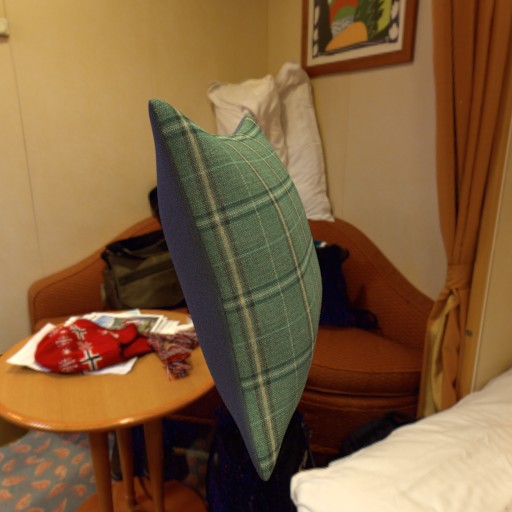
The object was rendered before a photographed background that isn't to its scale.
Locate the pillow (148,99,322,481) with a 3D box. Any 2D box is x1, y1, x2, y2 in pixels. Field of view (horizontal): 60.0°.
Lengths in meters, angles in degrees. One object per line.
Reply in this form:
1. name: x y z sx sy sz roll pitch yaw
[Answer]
1. pillow: 0.000 0.000 0.678 0.200 0.430 0.453 3 16 10
